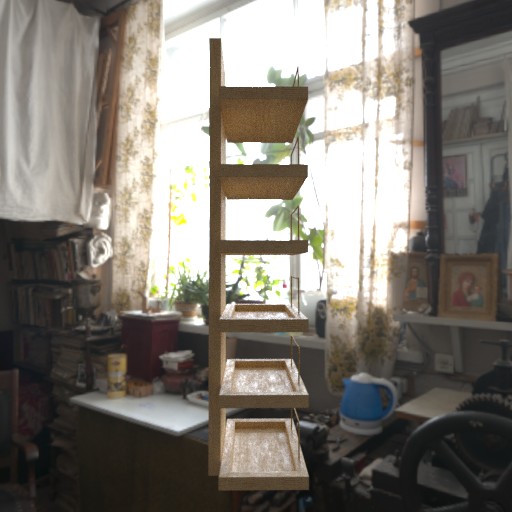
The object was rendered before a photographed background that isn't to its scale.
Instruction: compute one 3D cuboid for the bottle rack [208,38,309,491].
[{"bbox_3d":[0.000,0.000,1.055,0.206,0.943,0.330,0,-1,-1],"label":"bottle rack"}]
